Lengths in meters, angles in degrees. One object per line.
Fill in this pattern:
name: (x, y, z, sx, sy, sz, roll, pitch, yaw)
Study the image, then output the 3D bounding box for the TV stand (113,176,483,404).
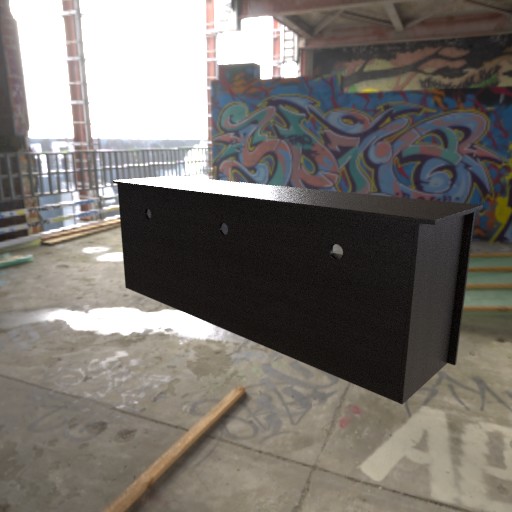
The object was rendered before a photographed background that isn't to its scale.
TV stand: (0.000, 0.000, 2.060, 1.778, 0.610, 0.406, 14, 20, 42)
